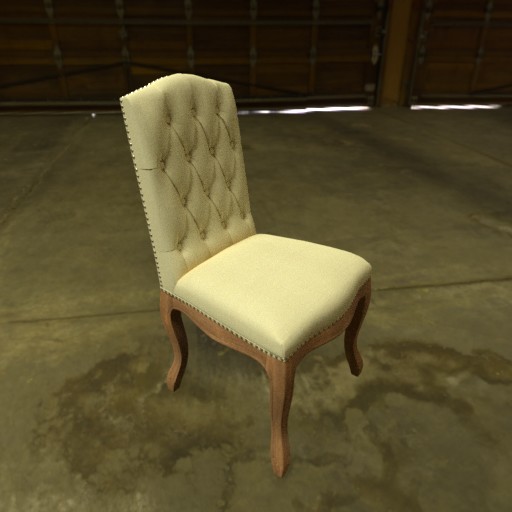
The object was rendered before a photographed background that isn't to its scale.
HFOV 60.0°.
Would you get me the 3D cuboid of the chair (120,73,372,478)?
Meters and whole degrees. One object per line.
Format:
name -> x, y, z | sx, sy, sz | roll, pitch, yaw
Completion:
chair -> 0.000, 0.000, 1.561 | 0.715, 1.165, 0.623 | 18, 32, 32
